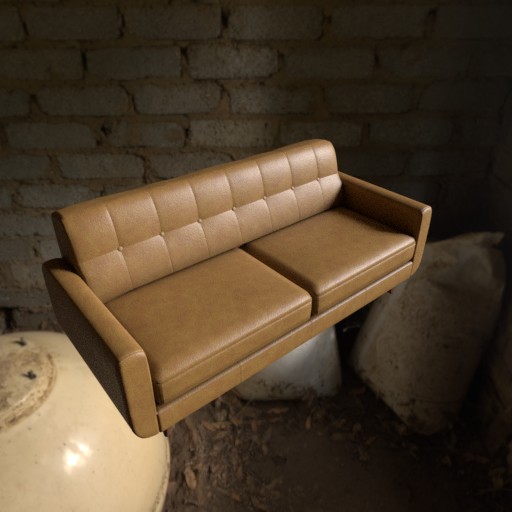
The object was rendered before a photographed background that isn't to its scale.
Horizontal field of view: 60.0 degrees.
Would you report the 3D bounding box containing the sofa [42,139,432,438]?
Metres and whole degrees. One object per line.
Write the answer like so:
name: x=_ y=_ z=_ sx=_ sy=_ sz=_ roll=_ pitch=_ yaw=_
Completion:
sofa: x=0.000 y=0.000 z=2.624 sx=2.137 sy=0.892 sz=0.980 roll=-24 pitch=39 yaw=-33
